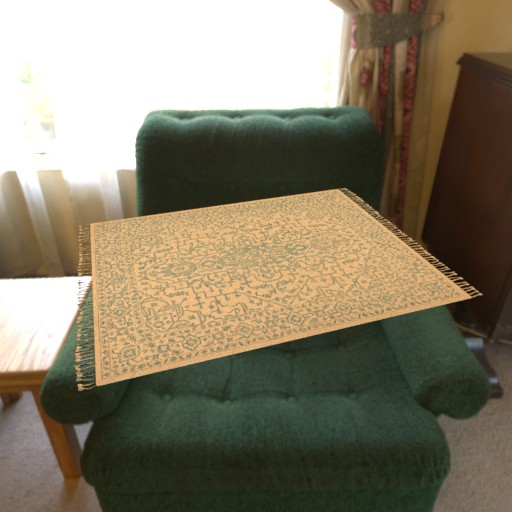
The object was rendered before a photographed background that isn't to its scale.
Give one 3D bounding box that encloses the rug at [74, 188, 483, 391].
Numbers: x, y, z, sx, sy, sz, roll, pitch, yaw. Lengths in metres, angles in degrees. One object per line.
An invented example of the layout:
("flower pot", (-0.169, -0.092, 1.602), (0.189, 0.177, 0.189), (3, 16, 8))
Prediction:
("rug", (0.000, 0.000, 4.330), (3.327, 0.010, 2.464), (-10, 33, -16))
